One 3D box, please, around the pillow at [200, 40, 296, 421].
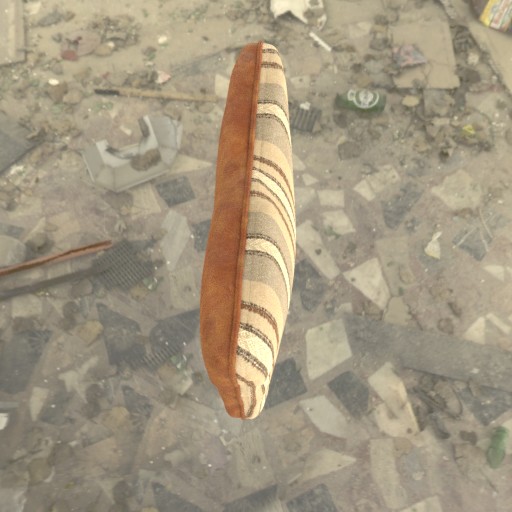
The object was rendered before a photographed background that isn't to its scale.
[{"bbox_3d":[0.000,0.000,0.750,0.130,0.490,0.489,3,64,2],"label":"pillow"}]
